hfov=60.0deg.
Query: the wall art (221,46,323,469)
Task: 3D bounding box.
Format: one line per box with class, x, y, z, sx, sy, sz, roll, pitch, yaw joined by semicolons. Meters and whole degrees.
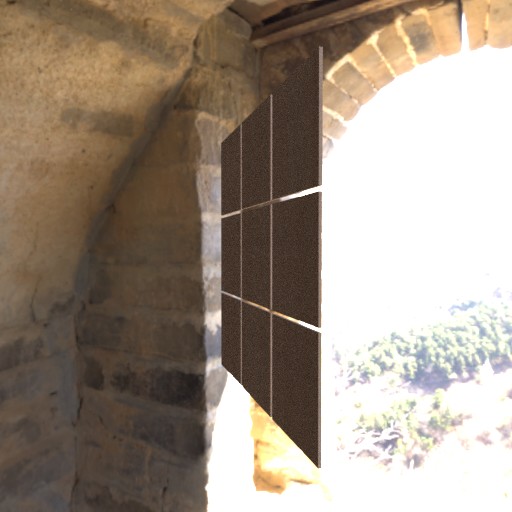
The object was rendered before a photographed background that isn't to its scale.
wall art;0.000;0.000;1.858;0.013;1.218;1.219;0;1;-18
